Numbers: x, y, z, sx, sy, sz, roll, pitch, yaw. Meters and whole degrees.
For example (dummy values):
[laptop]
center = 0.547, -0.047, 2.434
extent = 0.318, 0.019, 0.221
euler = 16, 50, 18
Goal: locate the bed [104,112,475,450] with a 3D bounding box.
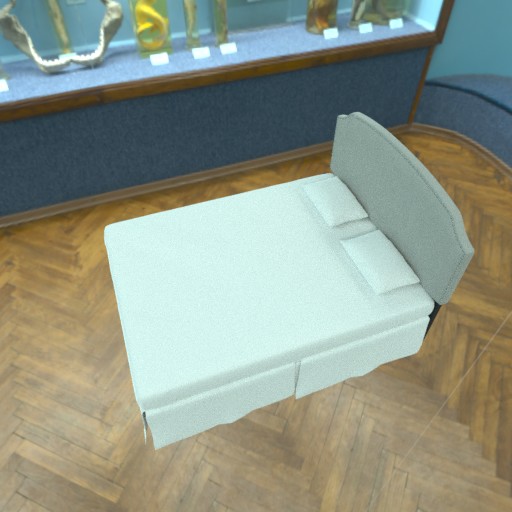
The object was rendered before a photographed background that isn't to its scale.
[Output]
[bed]
center = 0.000, 0.000, 2.991
extent = 1.999, 1.270, 1.558
euler = -15, 49, -13
